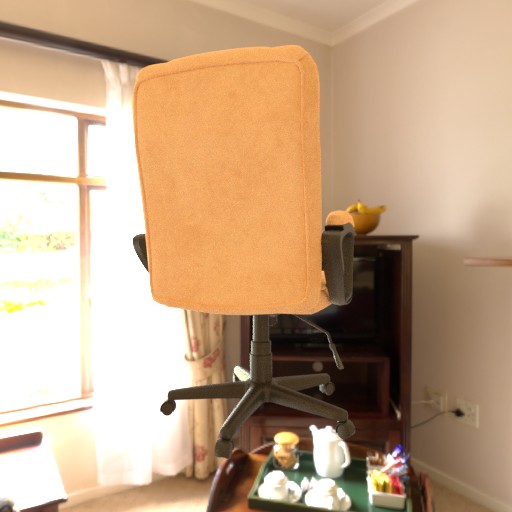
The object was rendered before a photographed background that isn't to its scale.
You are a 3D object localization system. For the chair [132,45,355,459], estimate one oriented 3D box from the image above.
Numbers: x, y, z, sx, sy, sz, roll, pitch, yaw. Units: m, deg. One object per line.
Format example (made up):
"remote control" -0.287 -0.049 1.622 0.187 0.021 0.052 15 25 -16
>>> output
"chair" 0.000 0.000 1.488 0.667 1.105 0.724 0 1 18
